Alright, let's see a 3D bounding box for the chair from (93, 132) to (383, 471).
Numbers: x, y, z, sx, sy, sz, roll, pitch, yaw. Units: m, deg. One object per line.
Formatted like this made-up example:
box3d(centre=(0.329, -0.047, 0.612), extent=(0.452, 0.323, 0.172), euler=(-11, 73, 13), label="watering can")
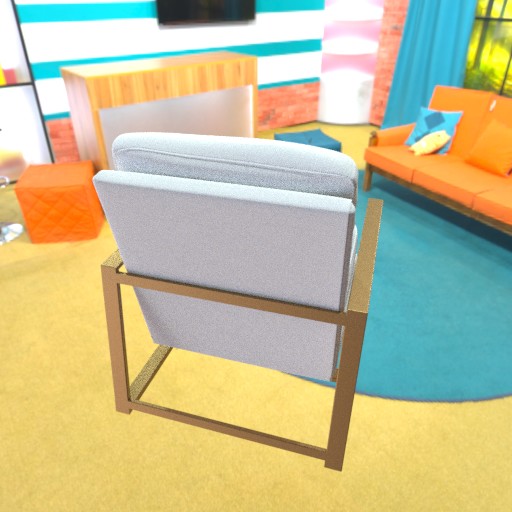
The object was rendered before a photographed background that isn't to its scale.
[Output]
box3d(centre=(0.000, 0.000, 1.561), extent=(0.805, 0.966, 0.813), euler=(9, 33, 14), label="chair")
